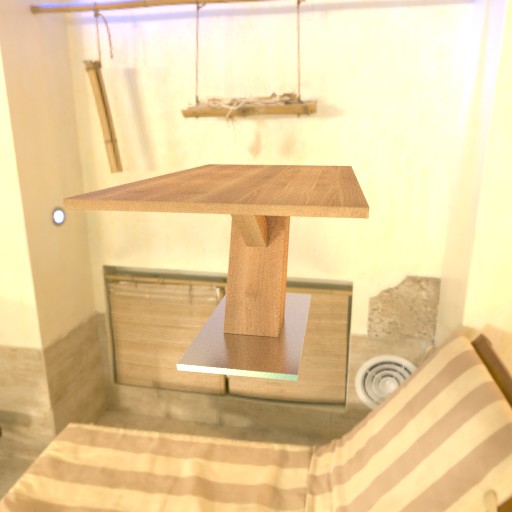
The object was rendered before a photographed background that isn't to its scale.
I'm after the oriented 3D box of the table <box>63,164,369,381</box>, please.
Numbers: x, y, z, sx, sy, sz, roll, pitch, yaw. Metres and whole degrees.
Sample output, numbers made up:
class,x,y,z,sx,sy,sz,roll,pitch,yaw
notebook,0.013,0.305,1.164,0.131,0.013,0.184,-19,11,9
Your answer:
class,x,y,z,sx,sy,sz,roll,pitch,yaw
table,0.000,0.000,2.120,0.900,0.750,1.600,3,16,10
